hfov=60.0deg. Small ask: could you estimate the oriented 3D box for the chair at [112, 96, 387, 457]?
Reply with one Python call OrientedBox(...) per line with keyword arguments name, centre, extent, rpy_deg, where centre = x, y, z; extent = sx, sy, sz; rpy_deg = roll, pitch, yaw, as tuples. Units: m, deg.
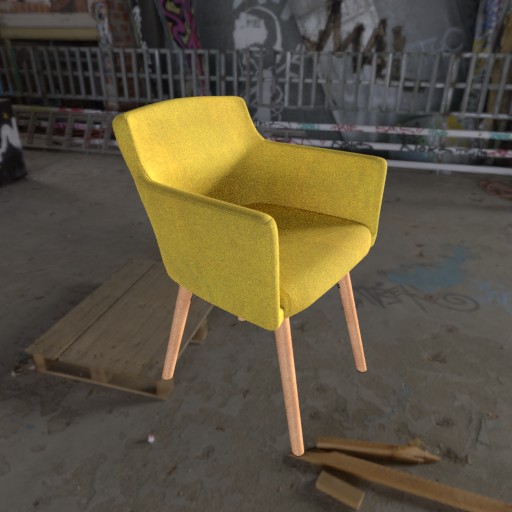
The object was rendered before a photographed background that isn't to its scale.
OrientedBox(name="chair", centre=(0.000, 0.000, 1.209), extent=(0.570, 0.780, 0.570), rpy_deg=(18, 32, 32))
